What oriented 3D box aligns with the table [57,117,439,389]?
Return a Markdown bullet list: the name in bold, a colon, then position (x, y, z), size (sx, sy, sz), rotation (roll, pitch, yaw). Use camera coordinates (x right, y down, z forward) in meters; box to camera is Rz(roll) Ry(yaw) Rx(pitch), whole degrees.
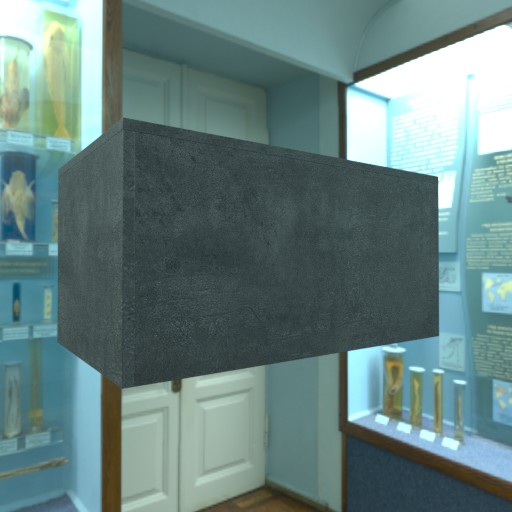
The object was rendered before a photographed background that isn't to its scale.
- **table**: position (0.000, 0.000, 0.935), size (0.700, 0.350, 0.400), rotation (0, -1, -35)
